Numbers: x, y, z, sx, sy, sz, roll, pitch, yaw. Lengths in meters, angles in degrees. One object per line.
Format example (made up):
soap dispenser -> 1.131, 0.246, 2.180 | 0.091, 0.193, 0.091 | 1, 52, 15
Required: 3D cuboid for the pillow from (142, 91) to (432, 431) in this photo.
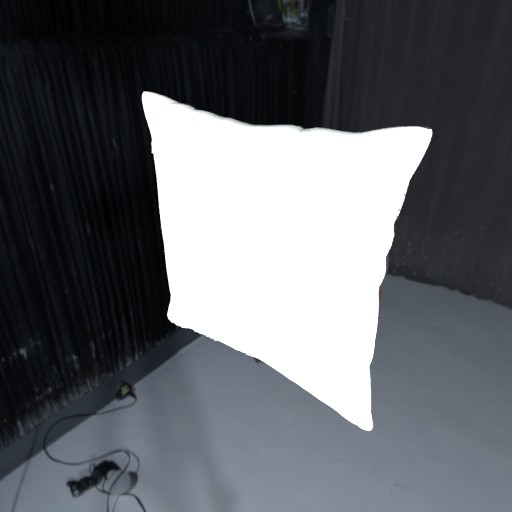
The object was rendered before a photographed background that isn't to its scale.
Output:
pillow -> 0.000, 0.000, 0.717 | 0.475, 0.473, 0.178 | 20, 35, 32
